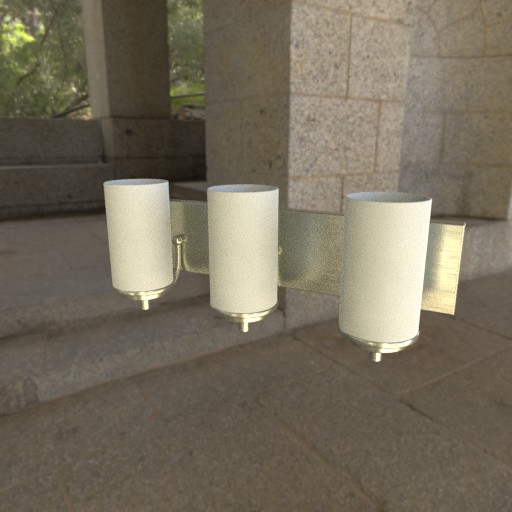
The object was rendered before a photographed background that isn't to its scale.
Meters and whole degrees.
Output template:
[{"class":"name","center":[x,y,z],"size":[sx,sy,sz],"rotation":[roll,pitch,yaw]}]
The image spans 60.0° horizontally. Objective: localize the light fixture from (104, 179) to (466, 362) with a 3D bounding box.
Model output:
[{"class":"light fixture","center":[0.000,0.000,0.544],"size":[0.451,0.172,0.145],"rotation":[8,17,26]}]
